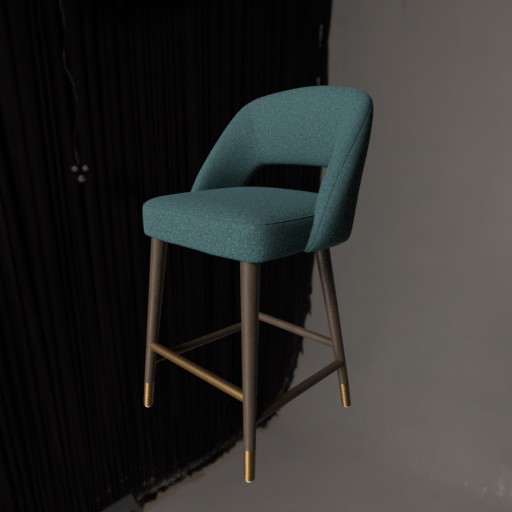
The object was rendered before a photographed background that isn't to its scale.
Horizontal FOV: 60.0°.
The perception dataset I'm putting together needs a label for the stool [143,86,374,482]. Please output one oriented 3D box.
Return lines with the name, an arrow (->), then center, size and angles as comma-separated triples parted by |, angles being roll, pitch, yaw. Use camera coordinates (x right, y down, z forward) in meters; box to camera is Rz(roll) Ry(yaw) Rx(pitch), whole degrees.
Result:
stool -> 0.000, 0.000, 1.261 | 0.536, 0.939, 0.522 | 14, 21, 42
